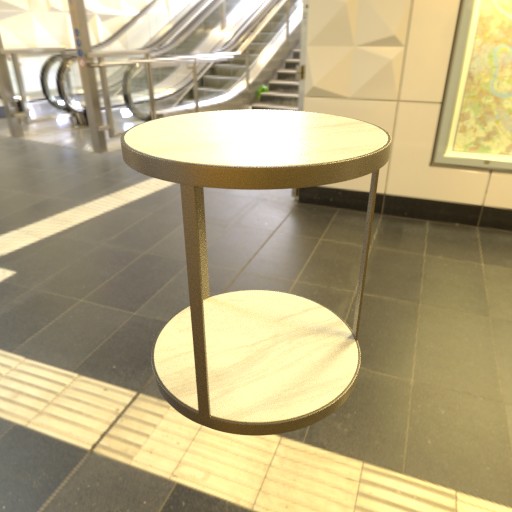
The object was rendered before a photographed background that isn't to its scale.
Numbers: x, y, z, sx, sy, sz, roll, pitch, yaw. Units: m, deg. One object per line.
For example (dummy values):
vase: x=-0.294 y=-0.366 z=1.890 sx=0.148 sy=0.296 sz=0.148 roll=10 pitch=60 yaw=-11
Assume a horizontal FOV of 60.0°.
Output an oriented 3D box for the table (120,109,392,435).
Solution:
table: x=0.000 y=0.000 z=0.863 sx=0.445 sy=0.479 sz=0.445 roll=0 pitch=27 yaw=0
